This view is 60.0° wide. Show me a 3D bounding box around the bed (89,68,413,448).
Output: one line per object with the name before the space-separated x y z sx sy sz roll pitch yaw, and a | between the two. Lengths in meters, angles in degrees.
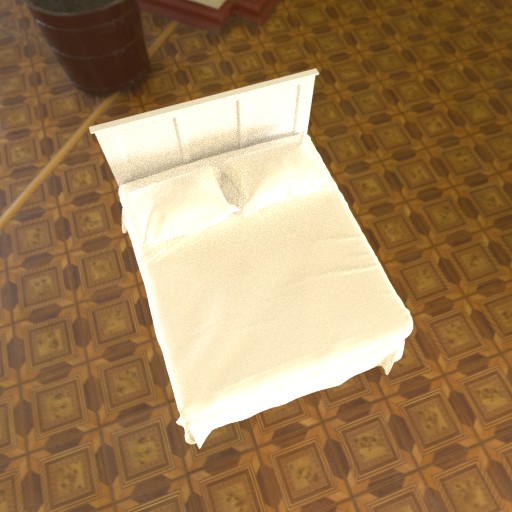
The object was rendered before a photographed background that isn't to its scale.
bed | 0.000 0.000 3.213 1.876 1.269 2.047 -18 64 -9
